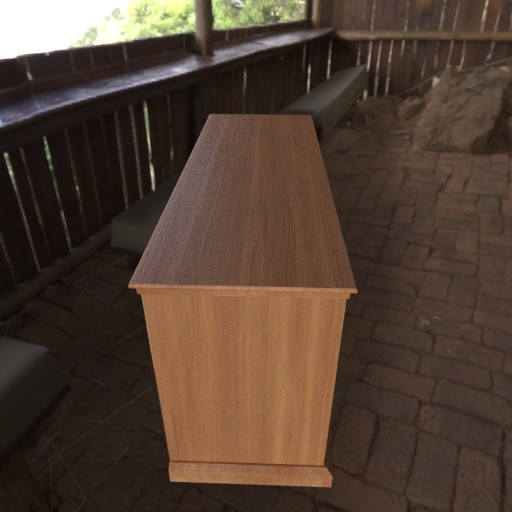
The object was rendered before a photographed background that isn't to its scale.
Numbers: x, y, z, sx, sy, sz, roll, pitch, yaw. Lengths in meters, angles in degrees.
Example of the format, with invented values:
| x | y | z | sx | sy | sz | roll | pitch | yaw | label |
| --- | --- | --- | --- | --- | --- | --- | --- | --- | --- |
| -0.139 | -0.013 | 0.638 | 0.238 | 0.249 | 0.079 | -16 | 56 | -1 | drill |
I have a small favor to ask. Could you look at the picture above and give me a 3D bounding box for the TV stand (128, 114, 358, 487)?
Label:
| x | y | z | sx | sy | sz | roll | pitch | yaw | label |
| --- | --- | --- | --- | --- | --- | --- | --- | --- | --- |
| 0.000 | 0.000 | 1.447 | 0.417 | 0.607 | 1.181 | 1 | 32 | 2 | TV stand |
